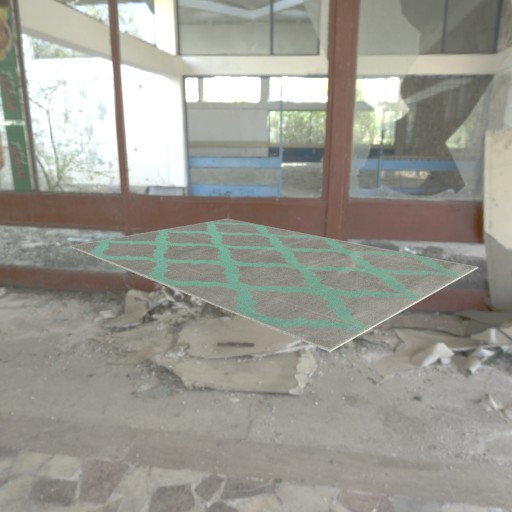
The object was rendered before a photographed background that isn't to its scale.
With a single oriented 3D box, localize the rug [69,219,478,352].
[{"bbox_3d":[0.000,0.000,2.943,2.286,0.006,1.524,15,21,43],"label":"rug"}]
